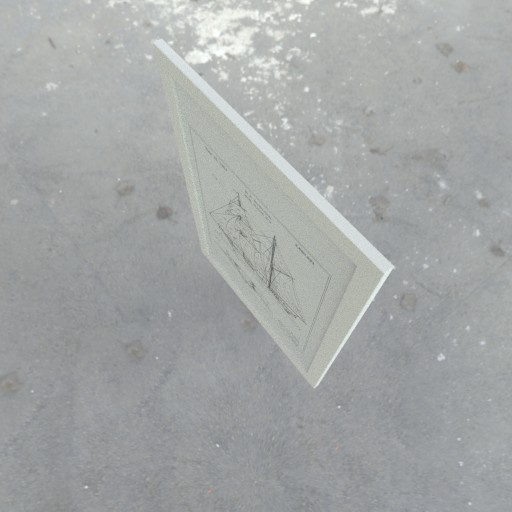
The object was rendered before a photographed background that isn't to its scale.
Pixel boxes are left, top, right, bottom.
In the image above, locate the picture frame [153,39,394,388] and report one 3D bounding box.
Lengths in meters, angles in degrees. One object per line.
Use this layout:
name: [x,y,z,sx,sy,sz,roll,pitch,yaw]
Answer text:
picture frame: [0.000,0.000,0.693,0.012,0.534,0.381,-35,68,-16]
